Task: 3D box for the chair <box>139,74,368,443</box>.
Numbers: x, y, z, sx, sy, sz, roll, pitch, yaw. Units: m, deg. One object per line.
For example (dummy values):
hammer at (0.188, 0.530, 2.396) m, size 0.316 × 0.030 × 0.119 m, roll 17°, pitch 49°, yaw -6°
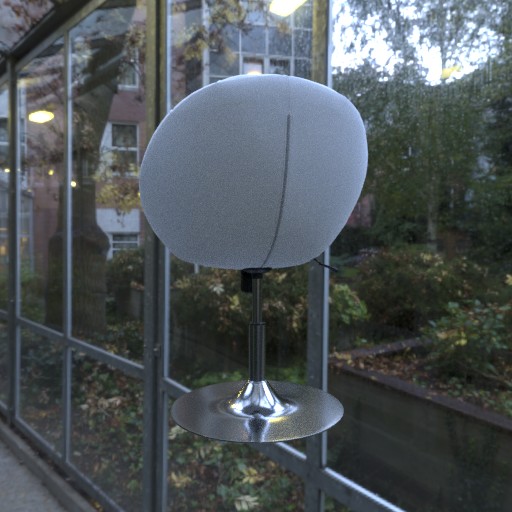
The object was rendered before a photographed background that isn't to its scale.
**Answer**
chair at (0.000, 0.000, 1.839) m, size 0.940 × 1.261 × 0.736 m, roll 0°, pitch 1°, yaw -18°
